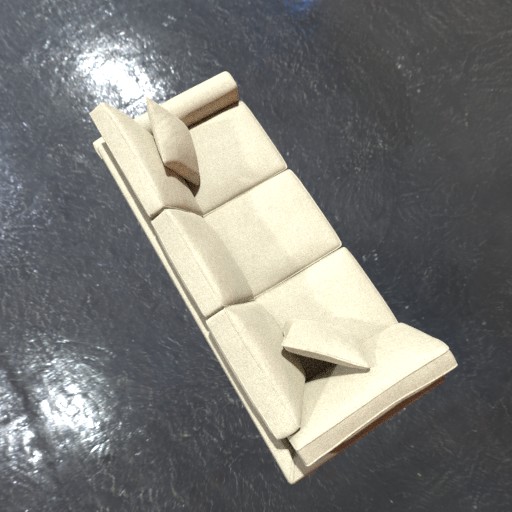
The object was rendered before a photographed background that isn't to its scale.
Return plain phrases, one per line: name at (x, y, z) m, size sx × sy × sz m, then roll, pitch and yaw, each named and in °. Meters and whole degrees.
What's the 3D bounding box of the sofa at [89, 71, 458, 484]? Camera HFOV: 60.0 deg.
sofa at (0.000, 0.000, 2.786) m, size 1.053 × 0.948 × 2.323 m, roll -31°, pitch 77°, yaw -8°
